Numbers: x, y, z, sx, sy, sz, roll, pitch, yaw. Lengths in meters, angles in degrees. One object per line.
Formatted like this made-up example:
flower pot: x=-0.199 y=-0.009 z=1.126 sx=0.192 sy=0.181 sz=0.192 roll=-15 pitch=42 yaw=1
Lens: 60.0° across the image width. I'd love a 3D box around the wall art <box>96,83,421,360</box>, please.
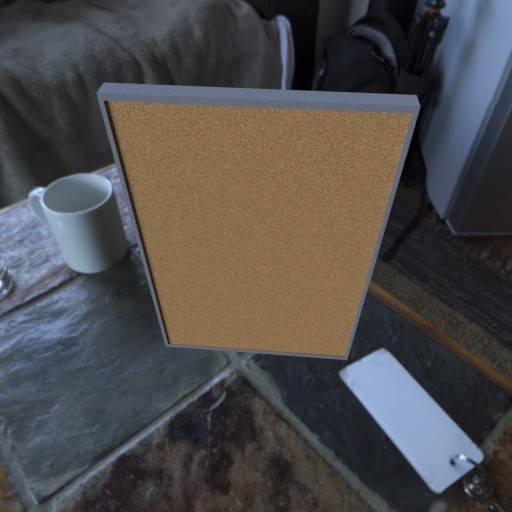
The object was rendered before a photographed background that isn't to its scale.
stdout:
wall art: x=0.000 y=0.000 z=0.982 sx=0.511 sy=0.753 sz=0.039 roll=4 pitch=47 yaw=3
